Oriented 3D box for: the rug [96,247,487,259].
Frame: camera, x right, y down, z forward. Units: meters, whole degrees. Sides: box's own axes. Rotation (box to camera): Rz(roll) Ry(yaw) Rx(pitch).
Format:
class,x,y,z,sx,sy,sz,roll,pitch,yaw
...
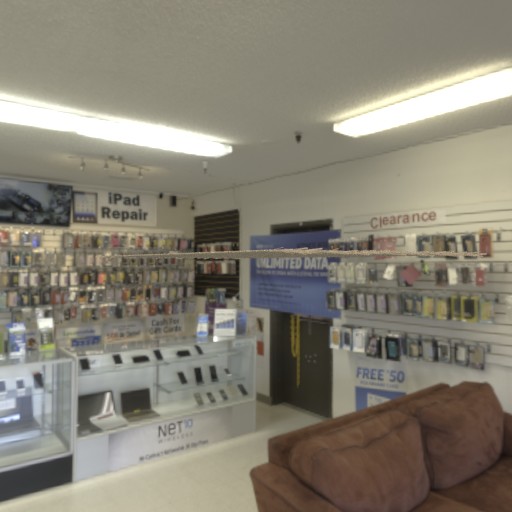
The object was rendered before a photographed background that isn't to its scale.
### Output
class,x,y,z,sx,sy,sz,roll,pitch,yaw
rug,0.000,0.000,3.148,1.528,0.034,2.523,1,-1,-36
